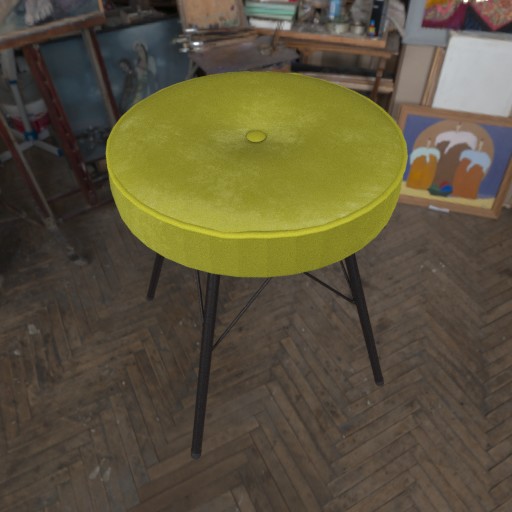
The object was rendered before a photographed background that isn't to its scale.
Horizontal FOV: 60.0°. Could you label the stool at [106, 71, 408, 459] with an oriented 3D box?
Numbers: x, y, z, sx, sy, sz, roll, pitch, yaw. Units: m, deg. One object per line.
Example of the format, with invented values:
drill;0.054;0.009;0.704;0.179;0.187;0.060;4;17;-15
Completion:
stool;0.000;0.000;0.781;0.409;0.508;0.409;-16;48;-15
